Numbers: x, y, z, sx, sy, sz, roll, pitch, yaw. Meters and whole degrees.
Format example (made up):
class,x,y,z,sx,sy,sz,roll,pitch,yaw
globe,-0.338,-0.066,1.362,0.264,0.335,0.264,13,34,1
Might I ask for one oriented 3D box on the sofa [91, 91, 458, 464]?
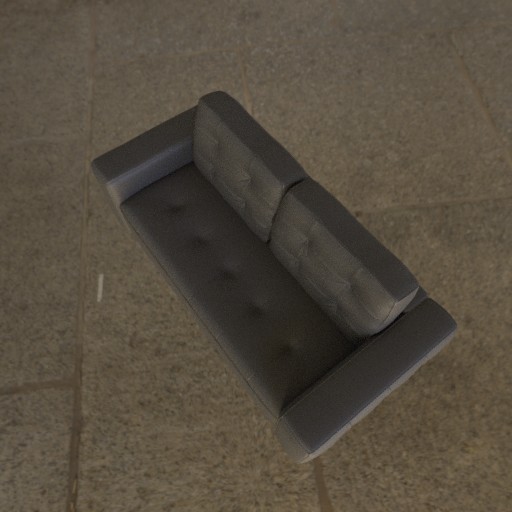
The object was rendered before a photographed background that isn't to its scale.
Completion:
class,x,y,z,sx,sy,sz,roll,pitch,yaw
sofa,0.000,0.000,2.169,0.833,0.892,1.726,-34,67,-16
